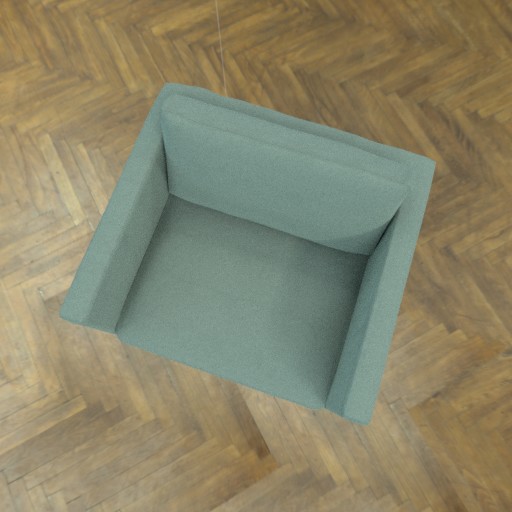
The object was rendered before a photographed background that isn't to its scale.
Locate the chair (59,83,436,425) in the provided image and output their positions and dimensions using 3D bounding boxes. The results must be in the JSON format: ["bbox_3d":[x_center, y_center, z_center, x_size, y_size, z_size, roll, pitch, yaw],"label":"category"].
[{"bbox_3d":[0.000,0.000,1.724,1.057,0.863,0.949,18,76,5],"label":"chair"}]
